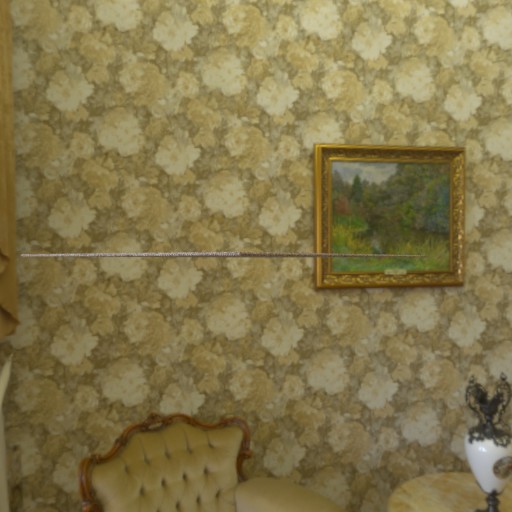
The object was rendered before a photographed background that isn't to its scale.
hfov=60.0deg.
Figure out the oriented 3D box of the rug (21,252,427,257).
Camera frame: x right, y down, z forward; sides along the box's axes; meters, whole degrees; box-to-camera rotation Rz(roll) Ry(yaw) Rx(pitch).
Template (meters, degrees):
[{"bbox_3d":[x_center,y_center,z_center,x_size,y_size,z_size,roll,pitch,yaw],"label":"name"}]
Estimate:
[{"bbox_3d":[0.000,0.000,2.898,1.547,0.013,2.283,0,0,36],"label":"rug"}]
